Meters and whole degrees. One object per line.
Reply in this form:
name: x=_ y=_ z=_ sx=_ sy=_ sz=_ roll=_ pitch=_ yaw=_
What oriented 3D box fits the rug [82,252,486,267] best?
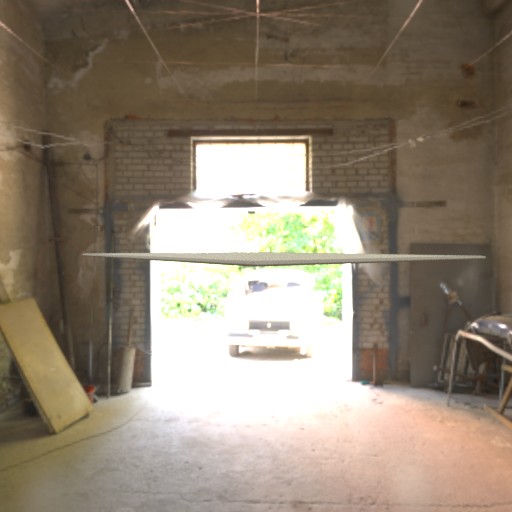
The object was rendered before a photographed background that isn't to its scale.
rug: x=0.000 y=0.000 z=2.728 sx=1.525 sy=0.020 sz=2.081 roll=-1 pitch=2 yaw=-36
